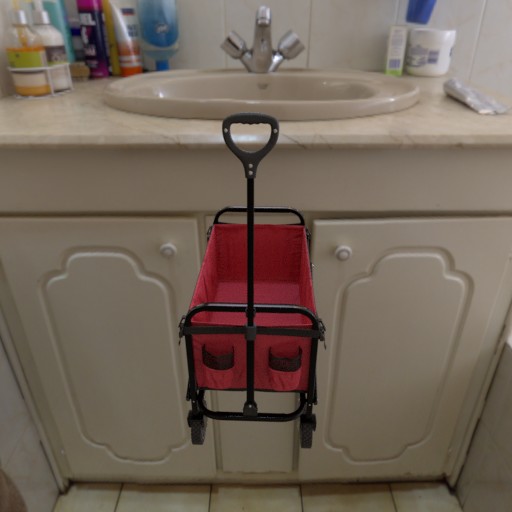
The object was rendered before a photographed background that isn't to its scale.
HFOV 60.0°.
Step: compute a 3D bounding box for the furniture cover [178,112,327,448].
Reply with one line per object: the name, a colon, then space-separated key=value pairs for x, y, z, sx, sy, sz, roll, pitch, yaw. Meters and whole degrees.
furniture cover: x=0.000 y=0.000 z=1.826 sx=0.532 sy=1.295 sz=1.038 roll=1 pitch=29 yaw=2
